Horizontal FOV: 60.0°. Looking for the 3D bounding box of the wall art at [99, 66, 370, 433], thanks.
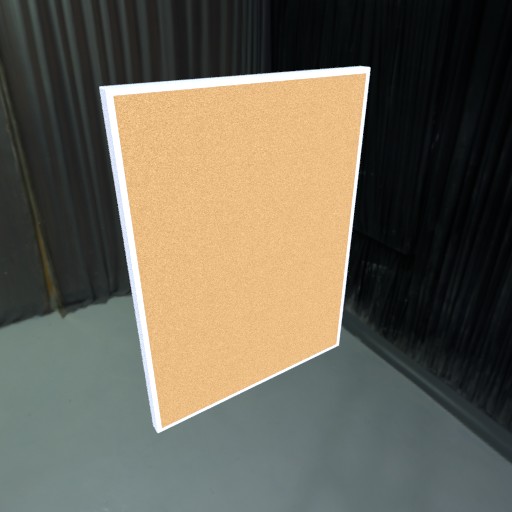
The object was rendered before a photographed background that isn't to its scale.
[{"bbox_3d":[0.000,0.000,1.607,0.914,1.221,0.046,-18,33,-29],"label":"wall art"}]
